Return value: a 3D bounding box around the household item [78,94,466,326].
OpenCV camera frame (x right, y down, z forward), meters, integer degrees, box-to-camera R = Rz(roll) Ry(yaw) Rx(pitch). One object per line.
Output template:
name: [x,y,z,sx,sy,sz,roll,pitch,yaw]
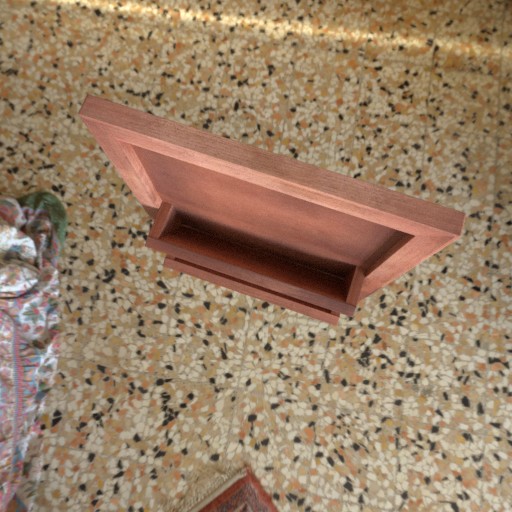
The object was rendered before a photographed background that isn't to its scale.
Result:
household item: [0.000,0.000,0.532,0.310,0.407,0.067,19,77,5]
